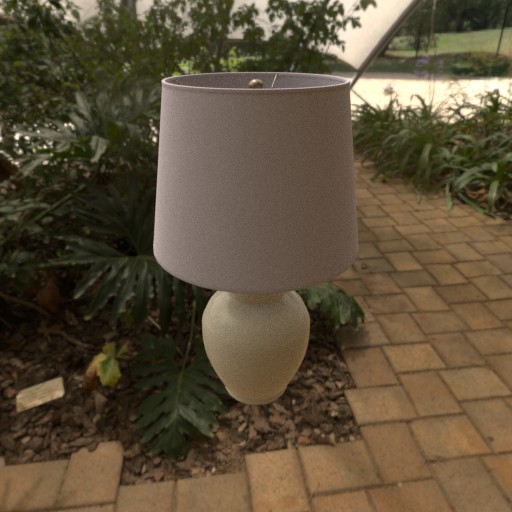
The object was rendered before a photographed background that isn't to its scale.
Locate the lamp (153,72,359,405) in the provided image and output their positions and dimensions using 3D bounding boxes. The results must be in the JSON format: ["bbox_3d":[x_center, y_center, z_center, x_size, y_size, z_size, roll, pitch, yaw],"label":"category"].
[{"bbox_3d":[0.000,0.000,0.537,0.239,0.399,0.239,0,26,0],"label":"lamp"}]
